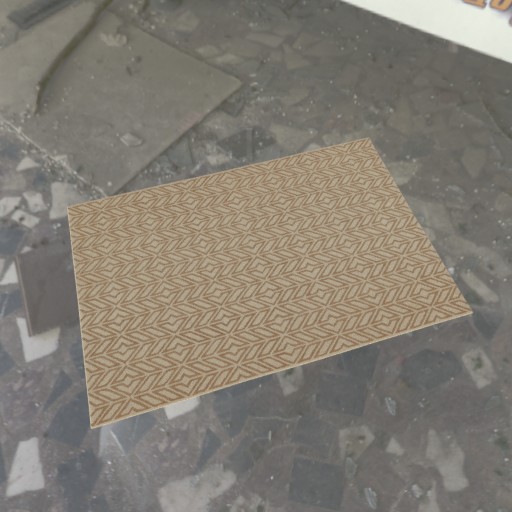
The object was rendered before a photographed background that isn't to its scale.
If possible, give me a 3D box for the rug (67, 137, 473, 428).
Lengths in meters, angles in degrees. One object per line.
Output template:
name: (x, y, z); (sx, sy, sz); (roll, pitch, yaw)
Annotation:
rug: (0.000, 0.000, 2.307); (1.828, 0.007, 1.220); (-15, 61, -8)
